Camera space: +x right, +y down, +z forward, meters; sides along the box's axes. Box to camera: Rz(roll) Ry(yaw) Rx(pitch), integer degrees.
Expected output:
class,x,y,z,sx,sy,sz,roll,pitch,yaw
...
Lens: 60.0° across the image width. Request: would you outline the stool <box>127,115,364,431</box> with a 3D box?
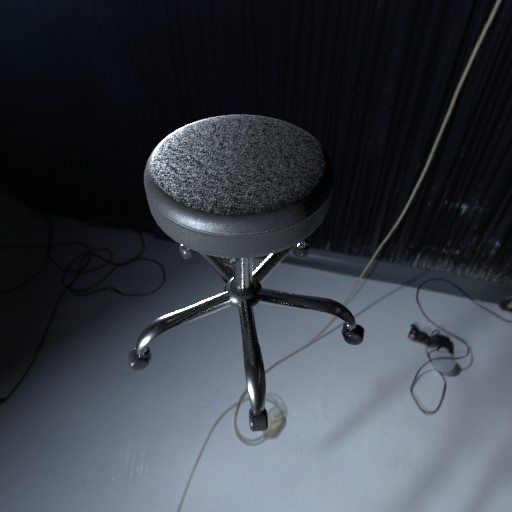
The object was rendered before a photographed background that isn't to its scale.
class,x,y,z,sx,sy,sz,roll,pitch,yaw
stool,0.000,0.000,1.133,0.638,0.576,0.673,10,47,9
